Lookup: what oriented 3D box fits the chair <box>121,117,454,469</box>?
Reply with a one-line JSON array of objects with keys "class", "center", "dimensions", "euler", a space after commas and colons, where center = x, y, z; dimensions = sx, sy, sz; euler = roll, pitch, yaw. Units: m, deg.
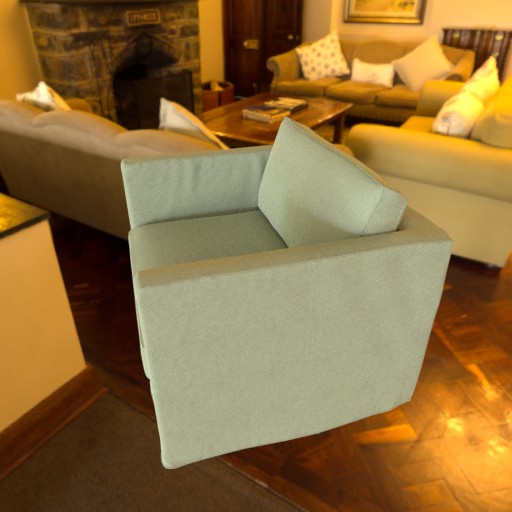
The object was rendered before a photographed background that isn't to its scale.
[{"class": "chair", "center": [0.000, 0.000, 1.739], "dimensions": [0.949, 0.863, 1.057], "euler": [-9, 32, -14]}]
